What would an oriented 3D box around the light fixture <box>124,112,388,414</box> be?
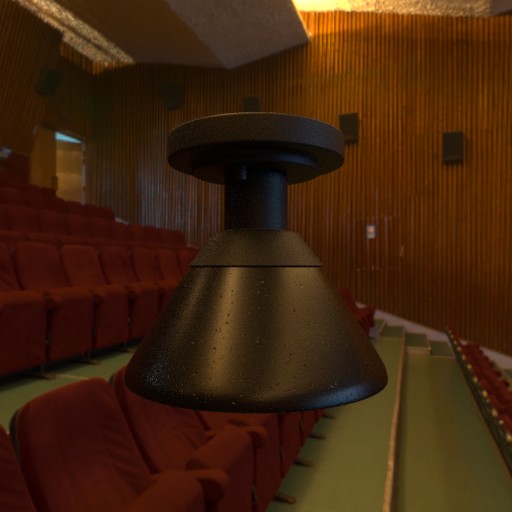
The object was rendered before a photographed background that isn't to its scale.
[{"bbox_3d":[0.000,0.000,0.353,0.200,0.183,0.200,0,-1,0],"label":"light fixture"}]
